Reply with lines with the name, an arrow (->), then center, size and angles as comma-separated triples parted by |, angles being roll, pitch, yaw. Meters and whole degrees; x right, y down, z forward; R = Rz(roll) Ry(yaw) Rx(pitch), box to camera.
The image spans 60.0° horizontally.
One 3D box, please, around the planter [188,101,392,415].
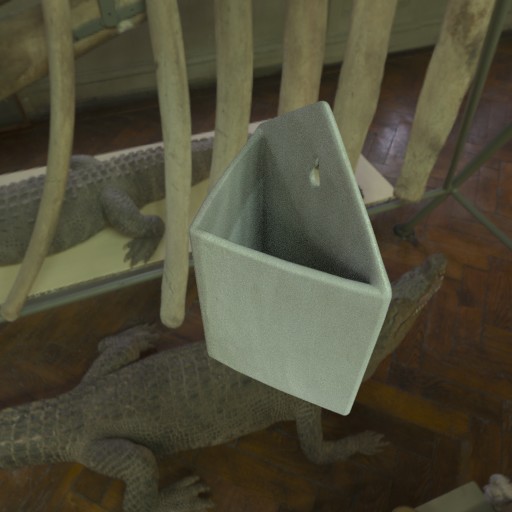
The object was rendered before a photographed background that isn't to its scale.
planter -> 0.000, 0.000, 0.279 | 0.080, 0.194, 0.163 | -17, 50, -15
